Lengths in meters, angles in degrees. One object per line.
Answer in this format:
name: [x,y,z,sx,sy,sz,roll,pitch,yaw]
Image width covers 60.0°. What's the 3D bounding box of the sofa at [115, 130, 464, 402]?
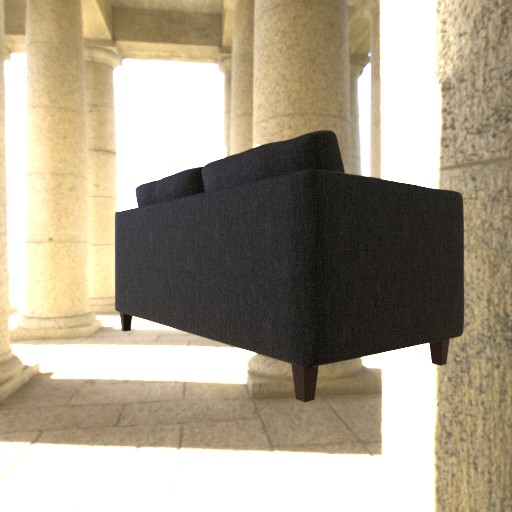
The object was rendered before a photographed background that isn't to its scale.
sofa: [0.000,0.000,2.410,0.950,0.963,1.884,0,0,-37]
